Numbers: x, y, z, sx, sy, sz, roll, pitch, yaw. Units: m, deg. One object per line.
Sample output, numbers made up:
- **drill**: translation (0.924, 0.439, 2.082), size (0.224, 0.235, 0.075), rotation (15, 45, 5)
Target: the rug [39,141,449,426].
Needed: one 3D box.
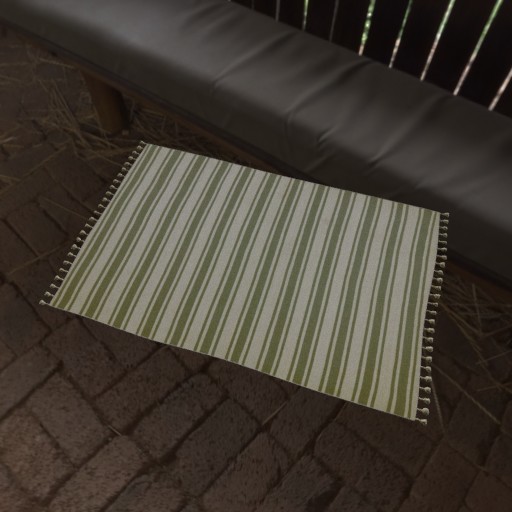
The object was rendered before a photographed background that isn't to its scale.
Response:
- **rug**: translation (0.000, 0.000, 2.288), size (1.875, 0.013, 1.162), rotation (15, 59, 9)
